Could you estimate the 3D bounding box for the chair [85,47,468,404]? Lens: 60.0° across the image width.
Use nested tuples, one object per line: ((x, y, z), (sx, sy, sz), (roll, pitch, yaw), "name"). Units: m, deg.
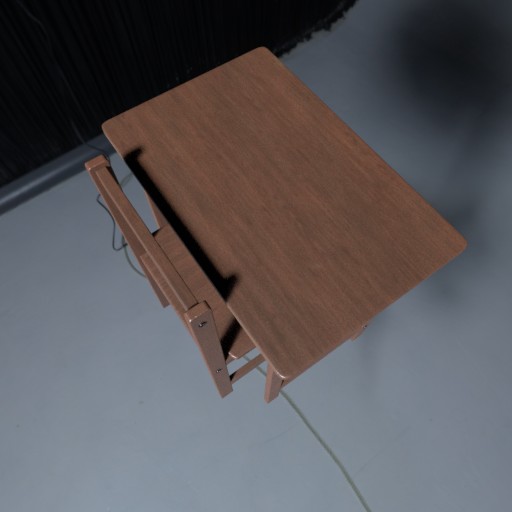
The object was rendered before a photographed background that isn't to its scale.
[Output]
((0.000, 0.000, 1.034), (0.463, 0.673, 0.599), (-32, 68, -15), "chair")
